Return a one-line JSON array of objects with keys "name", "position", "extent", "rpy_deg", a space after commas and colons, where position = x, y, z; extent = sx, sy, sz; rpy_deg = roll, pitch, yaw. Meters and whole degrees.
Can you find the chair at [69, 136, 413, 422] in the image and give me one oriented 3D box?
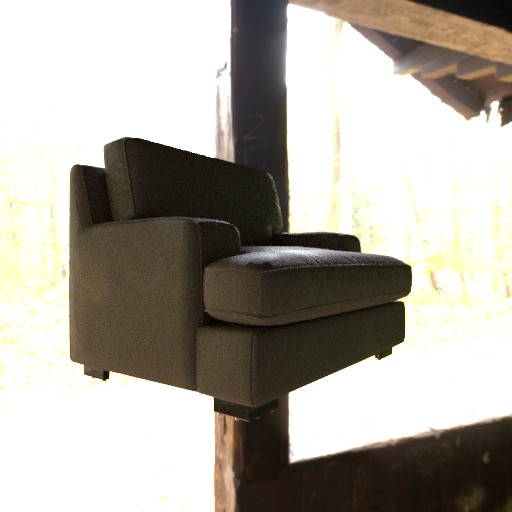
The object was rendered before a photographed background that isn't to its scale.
[{"name": "chair", "position": [0.000, 0.000, 1.968], "extent": [1.043, 0.974, 1.270], "rpy_deg": [0, -1, 37]}]
